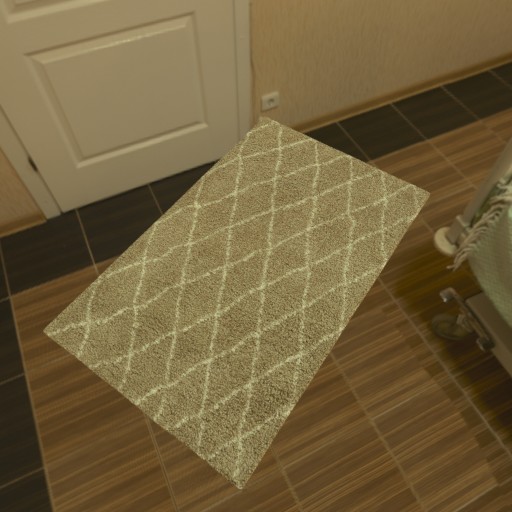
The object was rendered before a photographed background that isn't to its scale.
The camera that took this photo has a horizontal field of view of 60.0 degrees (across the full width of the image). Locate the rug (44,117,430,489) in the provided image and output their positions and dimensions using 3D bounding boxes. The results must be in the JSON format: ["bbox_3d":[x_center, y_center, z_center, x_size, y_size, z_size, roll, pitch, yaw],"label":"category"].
[{"bbox_3d":[0.000,0.000,3.051,1.524,0.030,2.438,30,62,18],"label":"rug"}]
